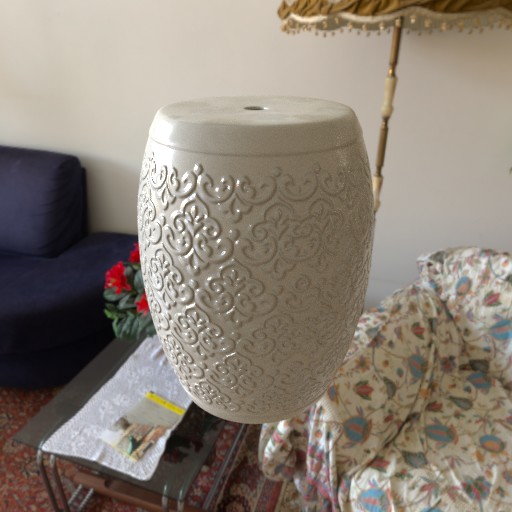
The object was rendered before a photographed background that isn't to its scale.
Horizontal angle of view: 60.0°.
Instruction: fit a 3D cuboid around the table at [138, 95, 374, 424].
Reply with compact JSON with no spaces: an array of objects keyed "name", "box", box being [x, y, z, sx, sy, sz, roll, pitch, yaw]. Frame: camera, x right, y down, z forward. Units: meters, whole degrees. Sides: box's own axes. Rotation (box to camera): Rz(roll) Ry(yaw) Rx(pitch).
[{"name":"table","box":[0.000,0.000,0.614,0.309,0.397,0.309,0,27,0]}]
